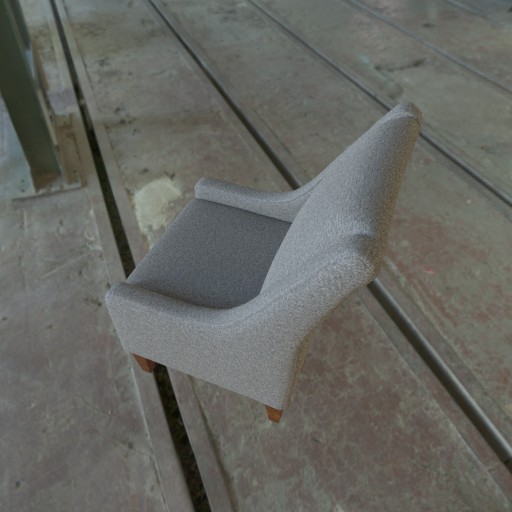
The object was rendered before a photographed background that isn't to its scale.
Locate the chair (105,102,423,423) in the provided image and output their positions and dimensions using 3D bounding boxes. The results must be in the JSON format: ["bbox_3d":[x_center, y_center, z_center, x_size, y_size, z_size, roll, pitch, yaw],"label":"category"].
[{"bbox_3d":[0.000,0.000,1.638,0.870,1.016,0.774,16,48,15],"label":"chair"}]
